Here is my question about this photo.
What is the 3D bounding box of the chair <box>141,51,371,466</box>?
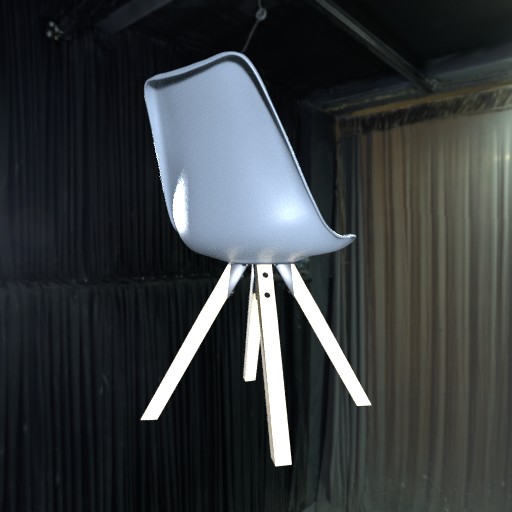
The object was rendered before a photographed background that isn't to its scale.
[{"bbox_3d":[0.000,0.000,1.187,0.485,0.850,0.550,0,1,36],"label":"chair"}]
